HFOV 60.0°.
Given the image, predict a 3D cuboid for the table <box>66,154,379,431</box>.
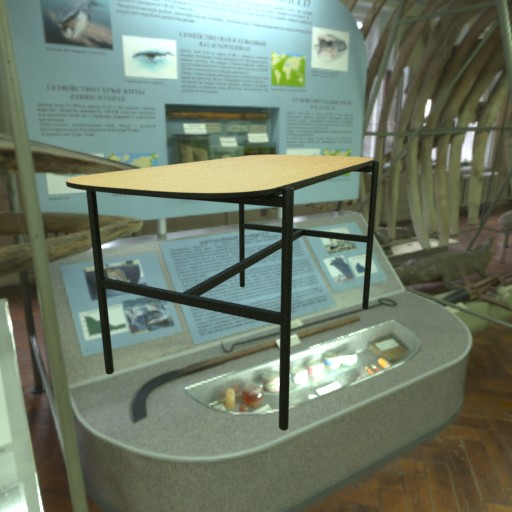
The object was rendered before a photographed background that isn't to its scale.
[{"bbox_3d":[0.000,0.000,1.001,0.400,0.400,0.800,8,18,26],"label":"table"}]
